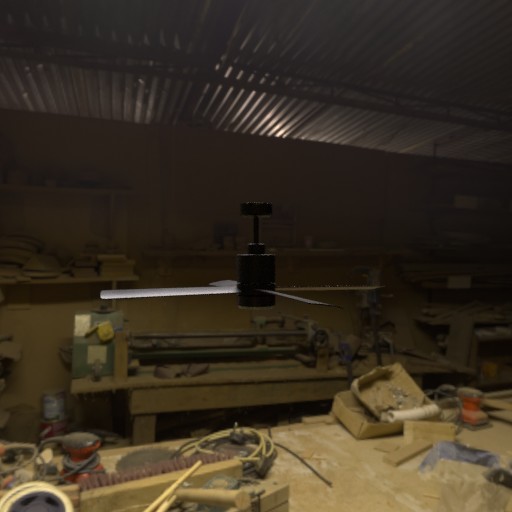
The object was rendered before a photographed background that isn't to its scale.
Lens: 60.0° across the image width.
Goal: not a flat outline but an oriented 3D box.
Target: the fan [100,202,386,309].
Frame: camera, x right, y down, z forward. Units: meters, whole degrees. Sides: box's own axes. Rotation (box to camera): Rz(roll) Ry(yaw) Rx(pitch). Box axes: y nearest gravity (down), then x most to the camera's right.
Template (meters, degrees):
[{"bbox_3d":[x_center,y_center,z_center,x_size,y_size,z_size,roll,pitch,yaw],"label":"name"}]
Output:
[{"bbox_3d":[0.000,0.000,2.304,1.525,0.534,1.525,0,0,-19],"label":"fan"}]
